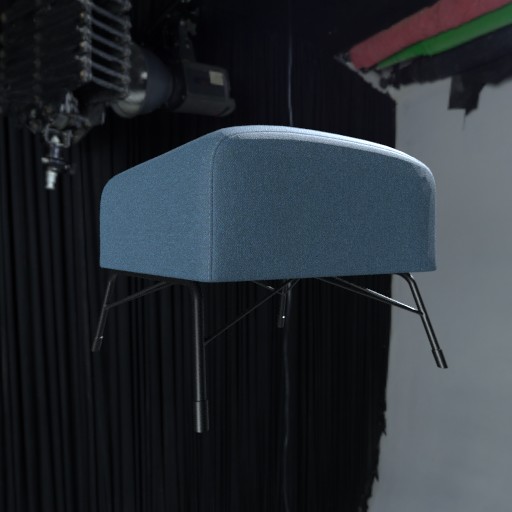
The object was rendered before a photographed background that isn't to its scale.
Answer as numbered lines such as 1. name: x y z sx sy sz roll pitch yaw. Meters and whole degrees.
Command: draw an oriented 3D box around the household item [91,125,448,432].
1. household item: 0.000 0.000 0.906 0.530 0.420 0.530 -1 1 -34
